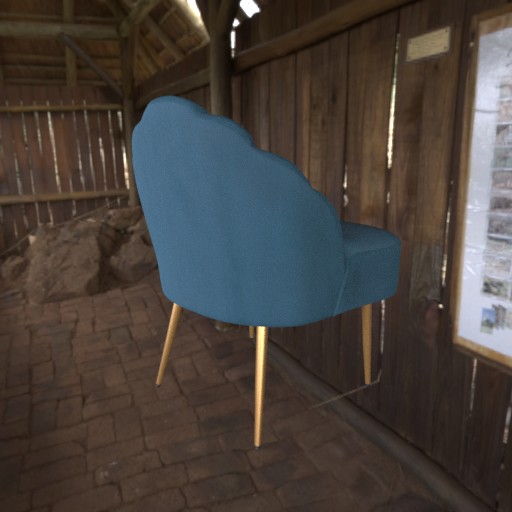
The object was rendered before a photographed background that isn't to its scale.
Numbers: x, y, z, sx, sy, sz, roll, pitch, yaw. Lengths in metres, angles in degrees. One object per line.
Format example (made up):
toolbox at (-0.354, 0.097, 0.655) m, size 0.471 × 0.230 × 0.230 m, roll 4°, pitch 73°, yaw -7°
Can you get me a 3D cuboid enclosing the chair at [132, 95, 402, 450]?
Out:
chair at (0.000, 0.000, 1.266) m, size 0.657 × 0.819 × 0.599 m, roll 13°, pitch 18°, yaw 42°
